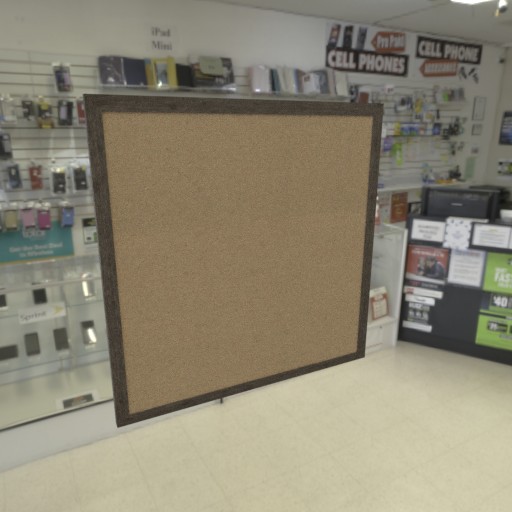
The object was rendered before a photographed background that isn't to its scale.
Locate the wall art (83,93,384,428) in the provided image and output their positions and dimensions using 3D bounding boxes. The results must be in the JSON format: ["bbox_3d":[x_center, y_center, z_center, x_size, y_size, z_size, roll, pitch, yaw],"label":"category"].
[{"bbox_3d":[0.000,0.000,0.685,0.457,0.457,0.013,-8,18,-26],"label":"wall art"}]
